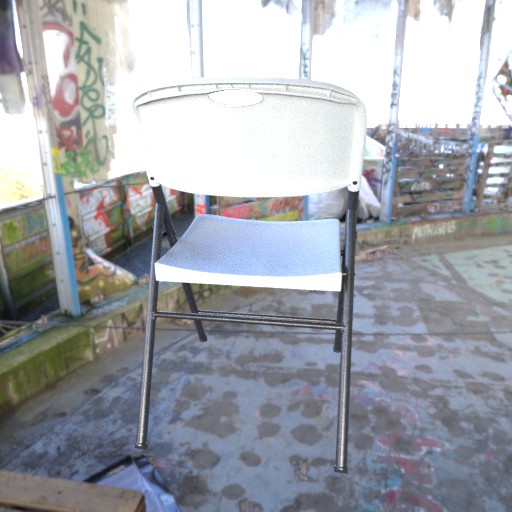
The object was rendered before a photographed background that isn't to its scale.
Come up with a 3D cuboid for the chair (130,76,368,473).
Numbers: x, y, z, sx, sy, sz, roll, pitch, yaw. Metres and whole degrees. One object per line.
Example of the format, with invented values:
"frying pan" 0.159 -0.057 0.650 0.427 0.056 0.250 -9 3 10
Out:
"chair" 0.000 0.000 1.134 0.494 0.810 0.566 3 18 9
